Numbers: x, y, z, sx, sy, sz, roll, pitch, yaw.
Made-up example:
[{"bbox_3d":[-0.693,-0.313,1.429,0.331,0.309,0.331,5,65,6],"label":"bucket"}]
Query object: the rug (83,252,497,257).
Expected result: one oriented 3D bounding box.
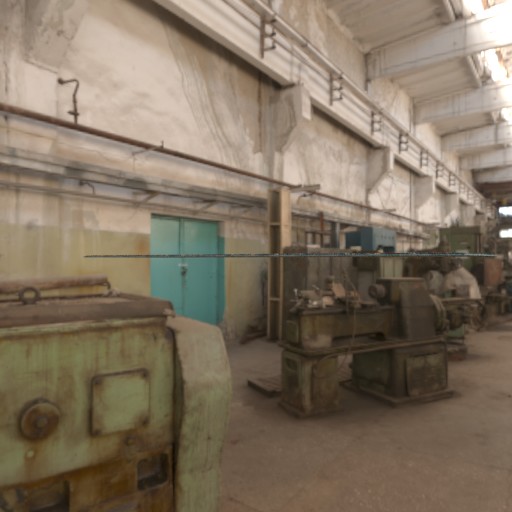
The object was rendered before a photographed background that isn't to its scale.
[{"bbox_3d":[0.000,0.000,2.475,2.292,0.014,0.685,0,0,37],"label":"rug"}]
